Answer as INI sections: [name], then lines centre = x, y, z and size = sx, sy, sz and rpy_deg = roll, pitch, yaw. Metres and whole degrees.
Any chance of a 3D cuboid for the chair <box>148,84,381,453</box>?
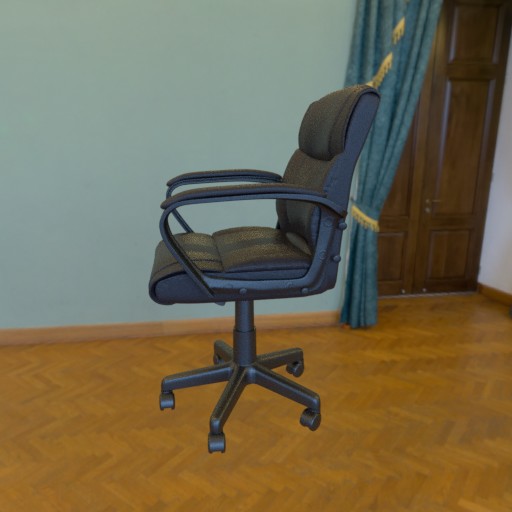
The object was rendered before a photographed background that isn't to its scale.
[chair]
centre = 0.000, 0.000, 1.381
size = 0.641, 0.998, 0.576
rpy_deg = -2, 15, -9
